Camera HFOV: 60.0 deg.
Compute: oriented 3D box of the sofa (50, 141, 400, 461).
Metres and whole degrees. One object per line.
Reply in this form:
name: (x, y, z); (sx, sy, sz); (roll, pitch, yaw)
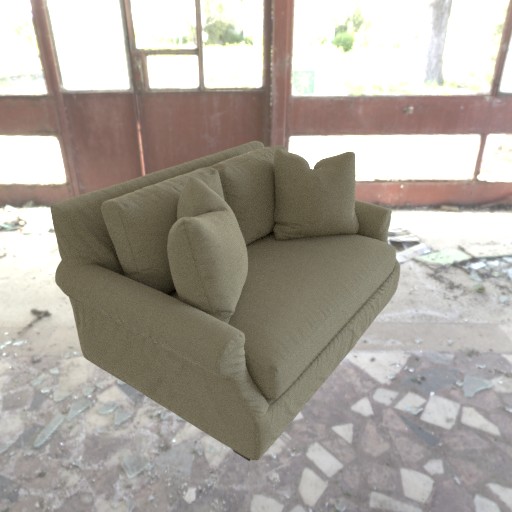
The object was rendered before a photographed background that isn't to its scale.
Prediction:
sofa: (0.000, 0.000, 2.193); (1.070, 0.905, 1.550); (18, 32, 31)
